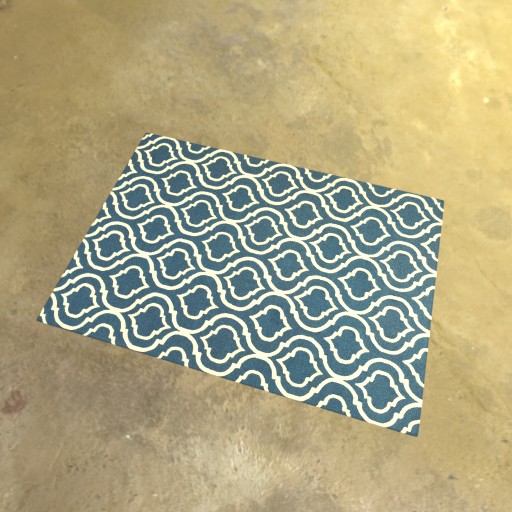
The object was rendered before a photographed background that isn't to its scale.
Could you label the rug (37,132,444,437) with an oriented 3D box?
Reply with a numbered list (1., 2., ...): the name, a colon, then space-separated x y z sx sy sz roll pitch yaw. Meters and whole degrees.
1. rug: 0.000 0.000 2.710 2.134 0.010 1.524 15 61 8
